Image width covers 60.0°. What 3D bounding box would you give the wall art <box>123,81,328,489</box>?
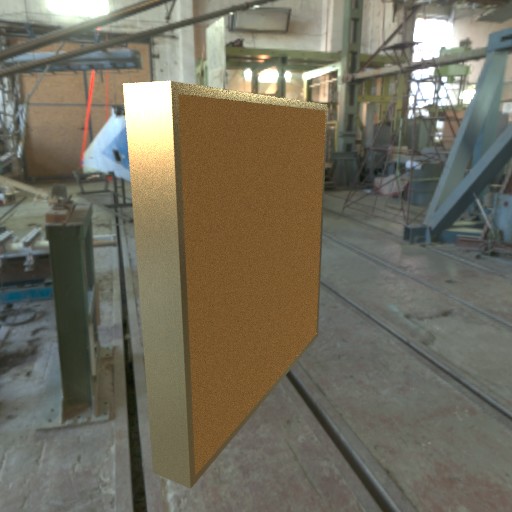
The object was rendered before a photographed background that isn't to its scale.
[{"bbox_3d":[0.000,0.000,0.451,0.038,0.304,0.304,8,18,26],"label":"wall art"}]
